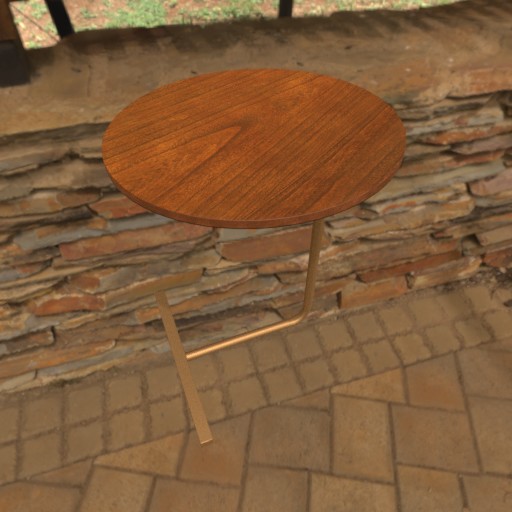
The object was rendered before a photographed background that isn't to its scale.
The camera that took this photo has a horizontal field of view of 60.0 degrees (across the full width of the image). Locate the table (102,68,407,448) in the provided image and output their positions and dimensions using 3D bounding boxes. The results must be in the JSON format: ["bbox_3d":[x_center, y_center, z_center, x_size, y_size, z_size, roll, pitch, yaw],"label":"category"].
[{"bbox_3d":[0.000,0.000,1.103,0.577,0.706,0.530,-16,48,-15],"label":"table"}]
